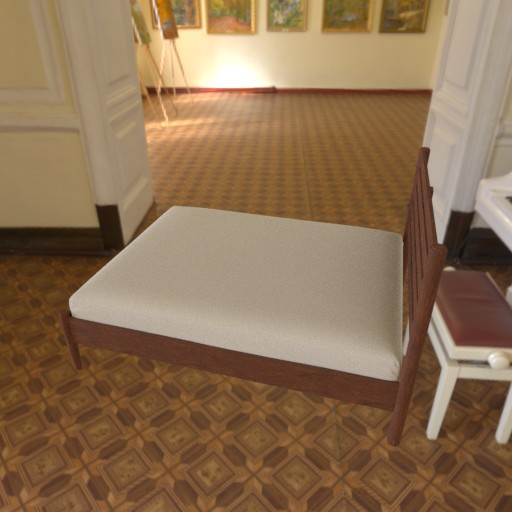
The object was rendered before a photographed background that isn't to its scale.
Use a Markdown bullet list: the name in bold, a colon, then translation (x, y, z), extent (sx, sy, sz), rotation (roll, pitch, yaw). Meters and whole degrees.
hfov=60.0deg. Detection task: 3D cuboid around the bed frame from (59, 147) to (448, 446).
- **bed frame**: translation (0.000, 0.000, 3.221), extent (2.234, 1.321, 1.655), rotation (8, 31, 14)
